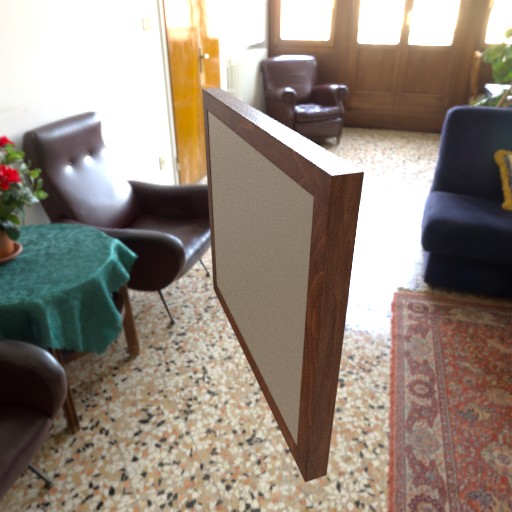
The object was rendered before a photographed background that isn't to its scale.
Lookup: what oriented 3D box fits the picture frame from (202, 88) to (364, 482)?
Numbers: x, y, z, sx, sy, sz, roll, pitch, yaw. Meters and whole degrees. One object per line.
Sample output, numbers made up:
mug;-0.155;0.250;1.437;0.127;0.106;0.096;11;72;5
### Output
picture frame;0.000;0.000;0.537;0.025;0.330;0.381;-10;31;-17
